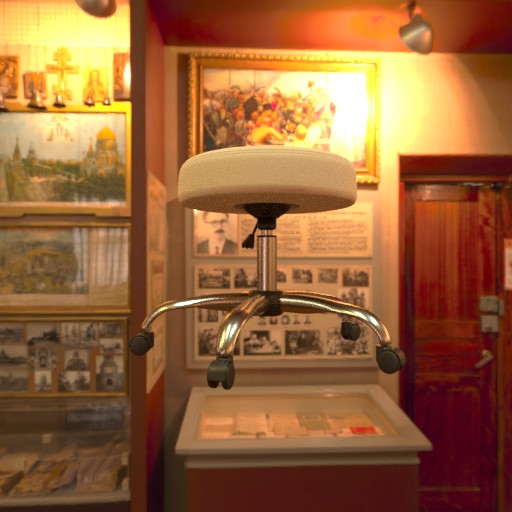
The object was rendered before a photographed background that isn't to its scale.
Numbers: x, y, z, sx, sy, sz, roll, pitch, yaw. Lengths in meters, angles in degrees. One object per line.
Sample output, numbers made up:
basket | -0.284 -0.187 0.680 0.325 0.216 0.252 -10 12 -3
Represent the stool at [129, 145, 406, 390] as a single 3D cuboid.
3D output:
stool | 0.000 0.000 1.090 0.614 0.482 0.634 0 0 -1
